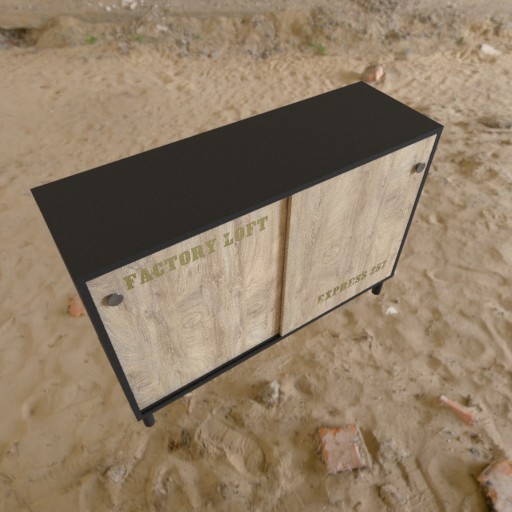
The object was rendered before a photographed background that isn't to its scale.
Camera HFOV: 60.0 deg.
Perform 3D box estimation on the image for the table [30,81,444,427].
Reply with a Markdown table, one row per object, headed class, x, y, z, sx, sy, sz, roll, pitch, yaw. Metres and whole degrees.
| class | x | y | z | sx | sy | sz | roll | pitch | yaw |
| --- | --- | --- | --- | --- | --- | --- | --- | --- | --- |
| table | 0.000 | 0.000 | 1.617 | 1.200 | 0.855 | 0.400 | -25 | 51 | -22 |
